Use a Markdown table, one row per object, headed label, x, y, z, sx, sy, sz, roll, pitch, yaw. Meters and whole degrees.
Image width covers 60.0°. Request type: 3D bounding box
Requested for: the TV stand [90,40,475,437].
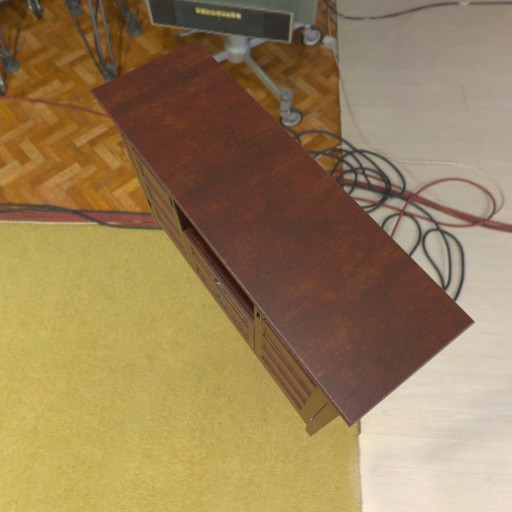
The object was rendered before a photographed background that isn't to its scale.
| label | x | y | z | sx | sy | sz | roll | pitch | yaw |
| --- | --- | --- | --- | --- | --- | --- | --- | --- | --- |
| TV stand | 0.000 | 0.000 | 1.772 | 0.445 | 0.915 | 1.372 | -33 | 68 | -15 |
